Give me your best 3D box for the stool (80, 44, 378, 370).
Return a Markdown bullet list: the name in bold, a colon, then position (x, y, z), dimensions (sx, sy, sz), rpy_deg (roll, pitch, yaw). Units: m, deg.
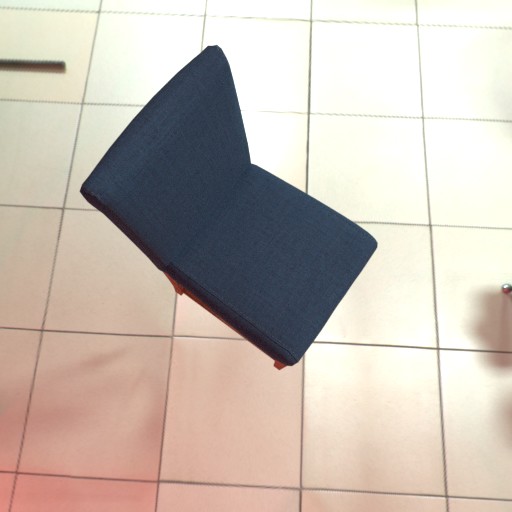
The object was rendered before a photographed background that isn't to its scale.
- **stool**: position (0.000, 0.000, 1.376), dimensions (0.574, 1.088, 0.454), rpy_deg (35, 77, 9)
